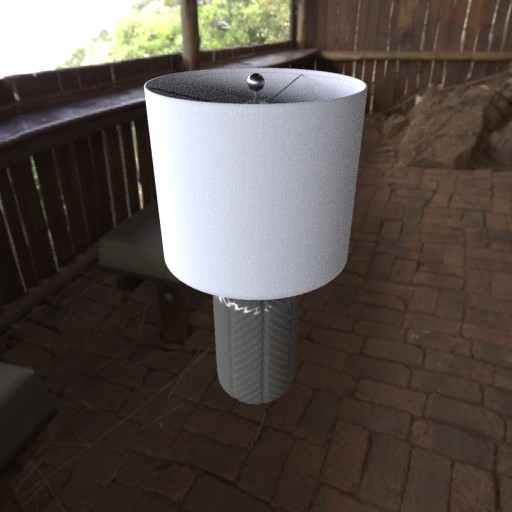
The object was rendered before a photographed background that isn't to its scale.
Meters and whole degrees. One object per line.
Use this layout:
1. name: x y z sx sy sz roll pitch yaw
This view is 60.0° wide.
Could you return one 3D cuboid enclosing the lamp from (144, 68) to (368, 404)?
1. lamp: 0.000 0.000 0.505 0.203 0.389 0.203 0 30 0
